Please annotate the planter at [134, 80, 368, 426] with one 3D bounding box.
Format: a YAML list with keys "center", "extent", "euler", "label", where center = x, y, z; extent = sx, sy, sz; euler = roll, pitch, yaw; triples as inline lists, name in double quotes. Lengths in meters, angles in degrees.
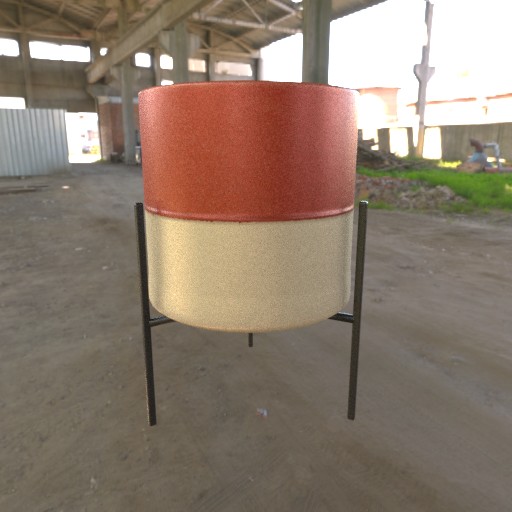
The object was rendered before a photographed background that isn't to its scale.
- center: [0.000, 0.000, 0.516]
  extent: [0.251, 0.354, 0.235]
  euler: [7, 16, 27]
  label: "planter"
